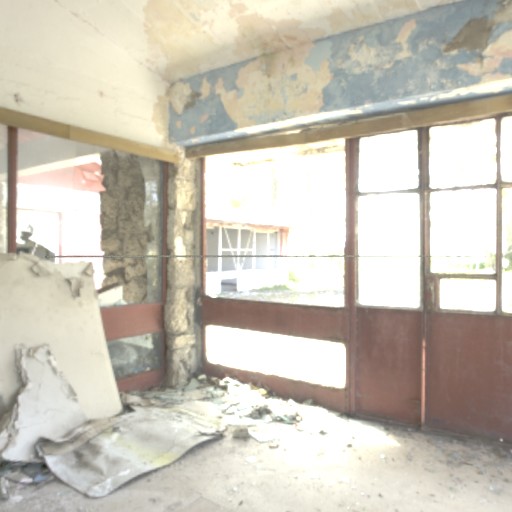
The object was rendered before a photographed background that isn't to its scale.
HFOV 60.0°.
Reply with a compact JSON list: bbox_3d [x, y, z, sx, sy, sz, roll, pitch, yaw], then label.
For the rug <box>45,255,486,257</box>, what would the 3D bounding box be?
[{"bbox_3d":[0.000,0.000,2.986,2.433,0.007,1.507,0,0,-19],"label":"rug"}]
